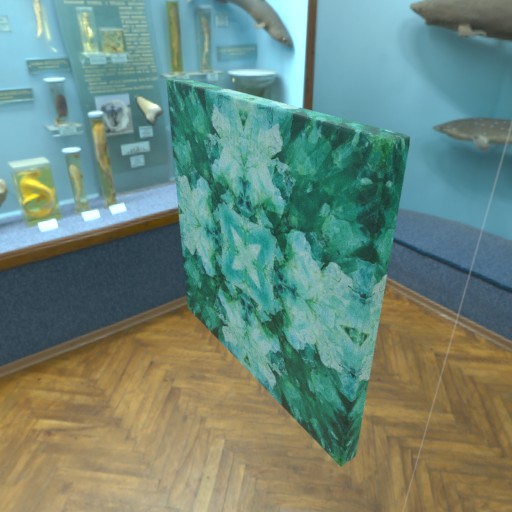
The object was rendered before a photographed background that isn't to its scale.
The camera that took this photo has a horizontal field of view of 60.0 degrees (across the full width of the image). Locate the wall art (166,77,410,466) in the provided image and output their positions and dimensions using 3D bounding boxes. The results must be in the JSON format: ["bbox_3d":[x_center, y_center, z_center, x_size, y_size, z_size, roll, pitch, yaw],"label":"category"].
[{"bbox_3d":[0.000,0.000,0.748,0.038,0.508,0.507,-19,35,-30],"label":"wall art"}]
